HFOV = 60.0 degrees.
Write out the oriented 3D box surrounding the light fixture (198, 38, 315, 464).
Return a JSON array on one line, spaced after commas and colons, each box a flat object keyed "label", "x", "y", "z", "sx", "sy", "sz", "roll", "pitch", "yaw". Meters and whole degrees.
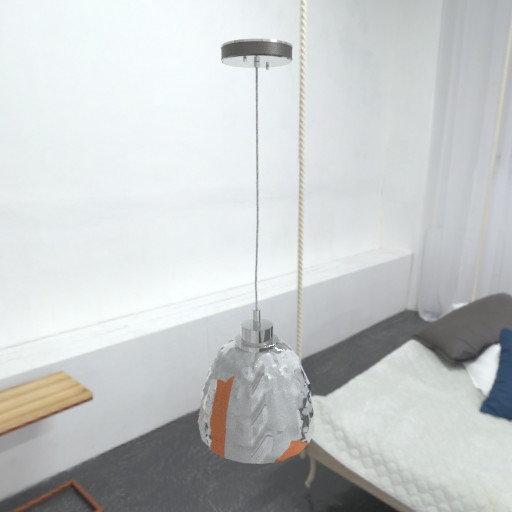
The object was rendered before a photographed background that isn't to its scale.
[{"label": "light fixture", "x": 0.000, "y": 0.000, "z": 1.739, "sx": 0.500, "sy": 1.511, "sz": 0.496, "roll": 7, "pitch": 16, "yaw": 26}]
